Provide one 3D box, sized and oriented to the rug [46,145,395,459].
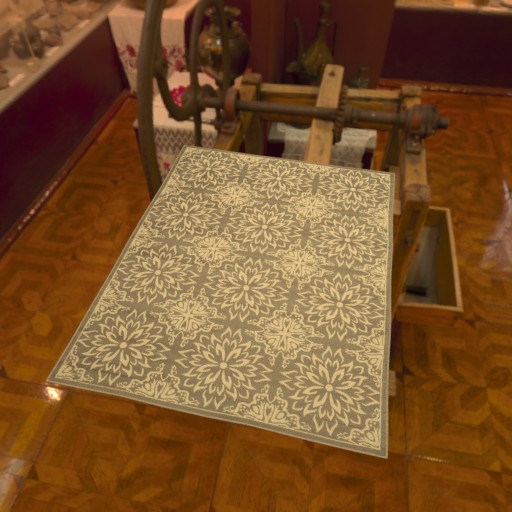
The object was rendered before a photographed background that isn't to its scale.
[{"bbox_3d":[0.000,0.000,3.921,2.363,0.012,2.980,10,48,9],"label":"rug"}]
